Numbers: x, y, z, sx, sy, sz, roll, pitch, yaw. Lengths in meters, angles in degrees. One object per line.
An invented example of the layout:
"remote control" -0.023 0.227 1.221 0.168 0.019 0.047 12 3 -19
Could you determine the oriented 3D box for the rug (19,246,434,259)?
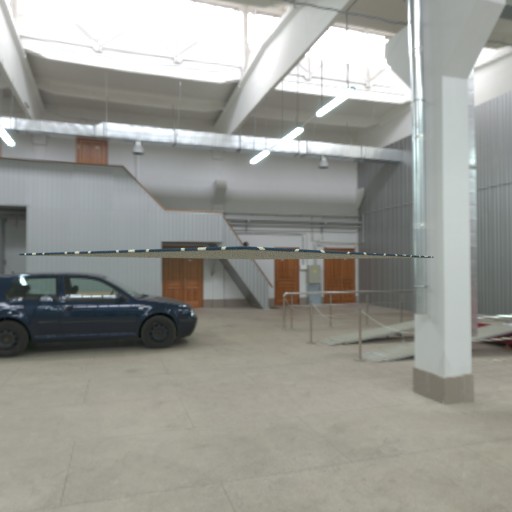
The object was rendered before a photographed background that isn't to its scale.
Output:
"rug" 0.000 0.000 2.722 1.524 0.010 2.134 -1 -1 37
